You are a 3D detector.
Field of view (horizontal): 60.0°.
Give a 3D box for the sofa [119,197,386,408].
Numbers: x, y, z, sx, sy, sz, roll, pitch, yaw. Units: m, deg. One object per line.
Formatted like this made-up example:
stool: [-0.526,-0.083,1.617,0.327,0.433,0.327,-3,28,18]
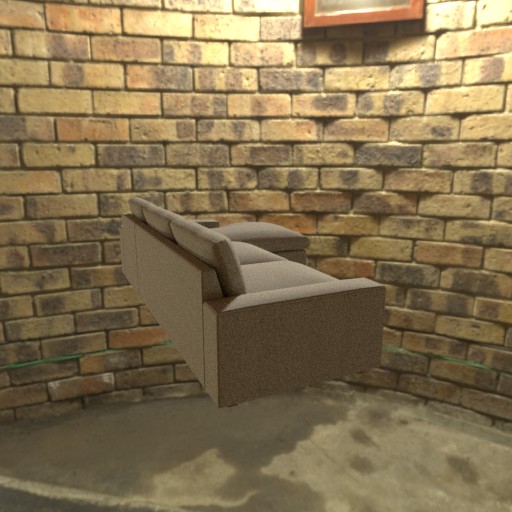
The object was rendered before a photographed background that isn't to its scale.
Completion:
sofa: [0.000,0.000,3.549,1.689,0.813,2.718,-6,15,-25]
